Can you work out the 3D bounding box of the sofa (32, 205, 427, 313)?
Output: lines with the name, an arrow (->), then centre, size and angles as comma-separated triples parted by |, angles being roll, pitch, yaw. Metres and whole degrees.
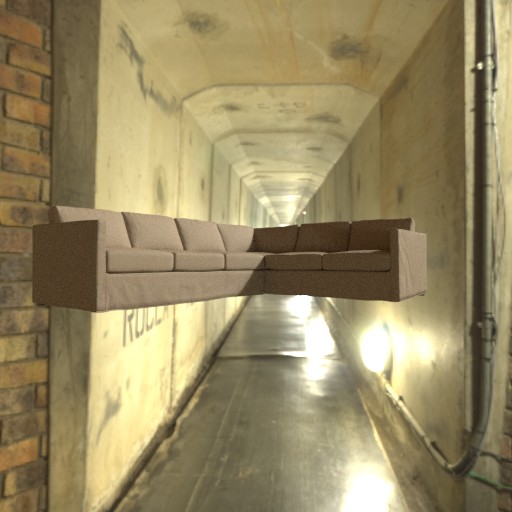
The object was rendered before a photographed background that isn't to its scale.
sofa -> 0.000, 0.000, 4.340 | 2.432, 0.871, 3.182 | -1, -1, 36
